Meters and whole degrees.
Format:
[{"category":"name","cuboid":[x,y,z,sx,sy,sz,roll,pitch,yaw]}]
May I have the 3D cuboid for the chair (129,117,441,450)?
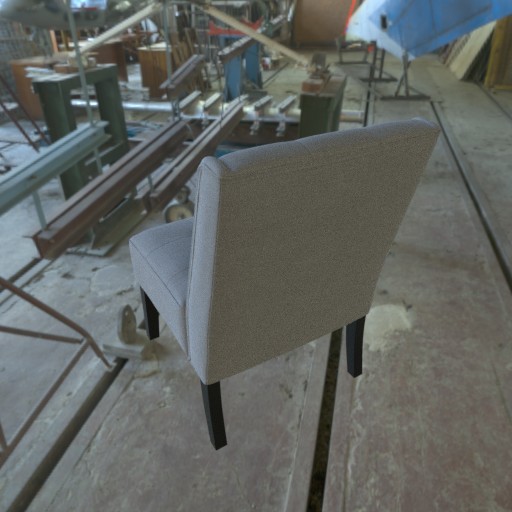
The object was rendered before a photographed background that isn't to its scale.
[{"category":"chair","cuboid":[0.000,0.000,1.295,0.569,0.853,0.676,-18,35,-27]}]
